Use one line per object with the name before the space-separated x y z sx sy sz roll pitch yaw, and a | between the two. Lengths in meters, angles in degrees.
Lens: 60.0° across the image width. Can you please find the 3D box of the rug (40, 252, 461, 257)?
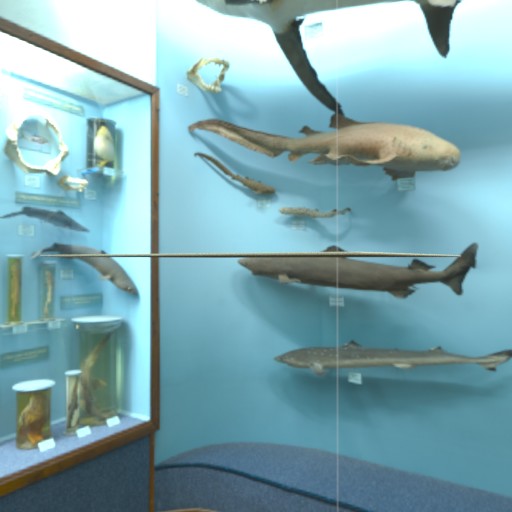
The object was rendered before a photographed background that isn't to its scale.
rug | 0.000 0.000 4.091 3.039 0.018 2.462 0 -1 35
